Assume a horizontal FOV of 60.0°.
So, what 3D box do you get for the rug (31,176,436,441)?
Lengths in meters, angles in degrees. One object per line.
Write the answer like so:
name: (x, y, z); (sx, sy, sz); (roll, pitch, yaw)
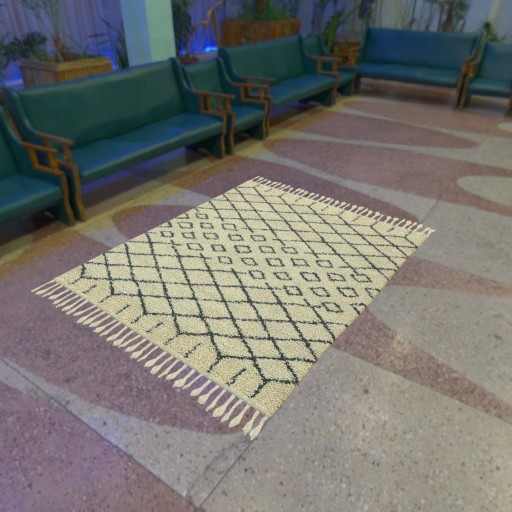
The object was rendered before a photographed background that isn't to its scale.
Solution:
rug: (0.000, 0.000, 4.245); (2.388, 0.030, 3.213); (22, 39, 31)
